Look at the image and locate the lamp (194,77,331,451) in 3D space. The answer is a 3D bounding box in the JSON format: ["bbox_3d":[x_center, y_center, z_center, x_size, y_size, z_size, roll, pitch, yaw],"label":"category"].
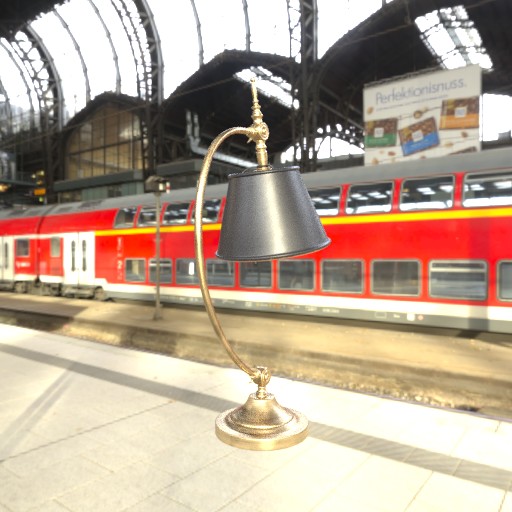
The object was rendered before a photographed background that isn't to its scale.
[{"bbox_3d":[0.000,0.000,0.848,0.235,0.675,0.344,0,0,35],"label":"lamp"}]
